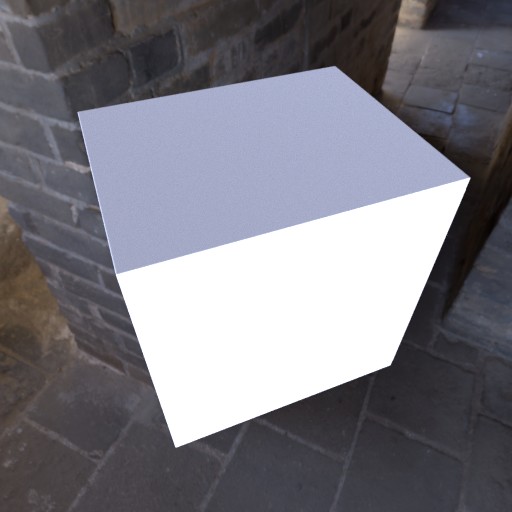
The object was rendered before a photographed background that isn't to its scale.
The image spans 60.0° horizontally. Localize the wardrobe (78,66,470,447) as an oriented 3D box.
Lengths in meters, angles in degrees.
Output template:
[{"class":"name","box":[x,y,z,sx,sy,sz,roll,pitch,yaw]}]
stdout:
[{"class":"wardrobe","box":[0.000,0.000,0.883,0.500,0.520,0.400,-16,48,-15]}]
